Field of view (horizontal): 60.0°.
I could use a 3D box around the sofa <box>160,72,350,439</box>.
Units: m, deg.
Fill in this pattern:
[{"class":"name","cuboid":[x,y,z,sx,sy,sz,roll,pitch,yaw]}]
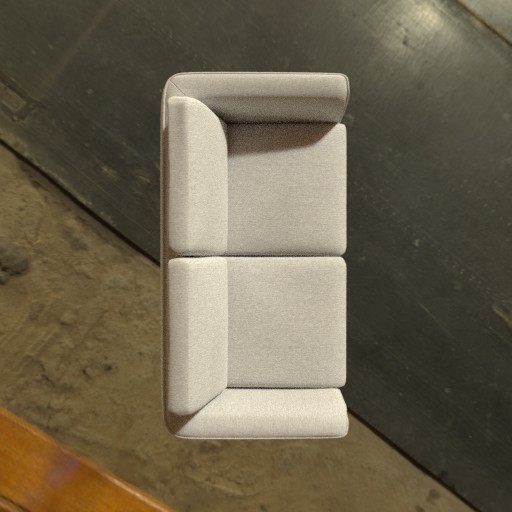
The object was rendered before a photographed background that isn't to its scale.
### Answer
[{"class":"sofa","cuboid":[0.000,0.000,2.228,0.920,0.850,1.700,0,91,0]}]
